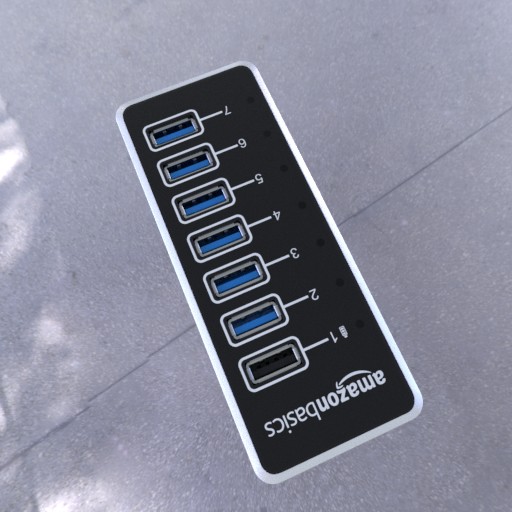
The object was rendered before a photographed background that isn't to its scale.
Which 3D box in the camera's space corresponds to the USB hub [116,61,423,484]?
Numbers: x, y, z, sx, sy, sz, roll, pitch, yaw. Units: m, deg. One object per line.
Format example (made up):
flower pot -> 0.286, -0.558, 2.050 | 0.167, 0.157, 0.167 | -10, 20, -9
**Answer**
USB hub -> 0.000, 0.000, 0.128 | 0.044, 0.023, 0.110 | -23, 76, -6
